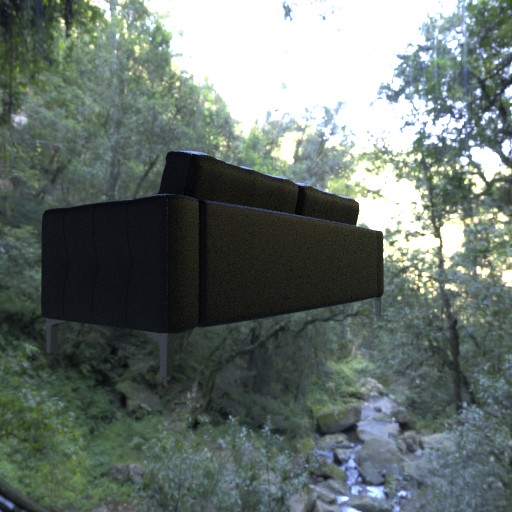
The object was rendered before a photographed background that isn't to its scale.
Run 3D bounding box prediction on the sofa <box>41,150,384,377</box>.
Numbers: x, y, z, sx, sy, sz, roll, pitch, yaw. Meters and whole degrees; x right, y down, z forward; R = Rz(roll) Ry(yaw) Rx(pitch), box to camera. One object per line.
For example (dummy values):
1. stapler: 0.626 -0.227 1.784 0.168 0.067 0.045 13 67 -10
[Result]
1. sofa: 0.000 0.000 2.685 0.833 0.893 2.275 -1 -1 35
